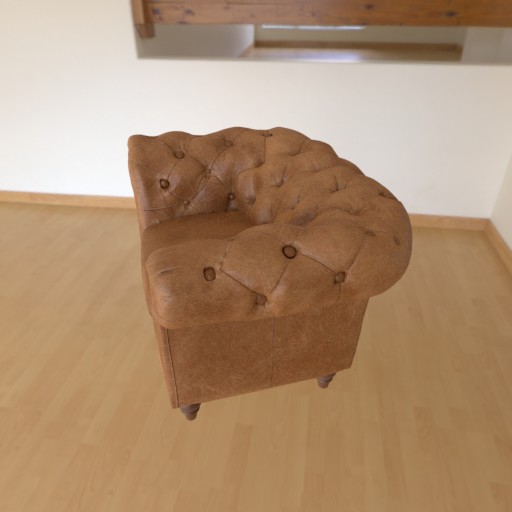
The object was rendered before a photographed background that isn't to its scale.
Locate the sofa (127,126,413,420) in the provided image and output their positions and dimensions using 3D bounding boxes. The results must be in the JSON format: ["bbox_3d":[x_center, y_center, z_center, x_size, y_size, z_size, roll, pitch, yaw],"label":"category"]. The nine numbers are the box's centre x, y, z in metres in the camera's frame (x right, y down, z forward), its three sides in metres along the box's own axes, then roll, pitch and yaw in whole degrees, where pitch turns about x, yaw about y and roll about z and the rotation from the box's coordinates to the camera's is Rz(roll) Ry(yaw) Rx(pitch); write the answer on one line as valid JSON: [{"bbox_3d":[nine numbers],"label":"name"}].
[{"bbox_3d":[0.000,0.000,2.040,1.033,0.878,1.405,-9,33,-14],"label":"sofa"}]
